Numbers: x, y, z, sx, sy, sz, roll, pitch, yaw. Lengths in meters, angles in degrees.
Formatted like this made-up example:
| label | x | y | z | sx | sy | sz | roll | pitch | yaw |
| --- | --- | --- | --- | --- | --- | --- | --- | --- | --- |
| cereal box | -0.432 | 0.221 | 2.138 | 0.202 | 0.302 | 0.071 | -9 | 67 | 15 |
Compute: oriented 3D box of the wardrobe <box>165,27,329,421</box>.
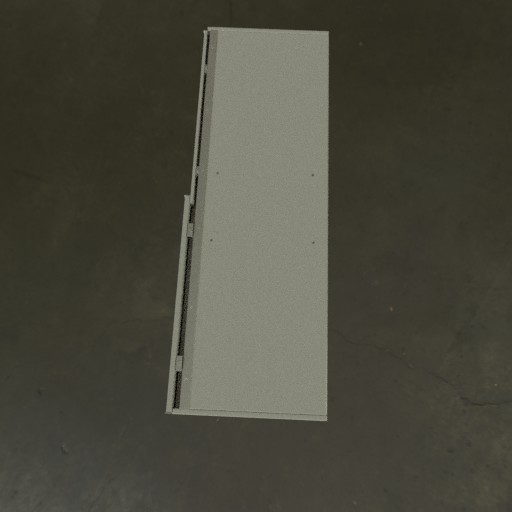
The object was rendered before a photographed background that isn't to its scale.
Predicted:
| label | x | y | z | sx | sy | sz | roll | pitch | yaw |
| --- | --- | --- | --- | --- | --- | --- | --- | --- | --- |
| wardrobe | 0.000 | 0.000 | 2.875 | 0.629 | 1.960 | 1.780 | 2 | 76 | 1 |
